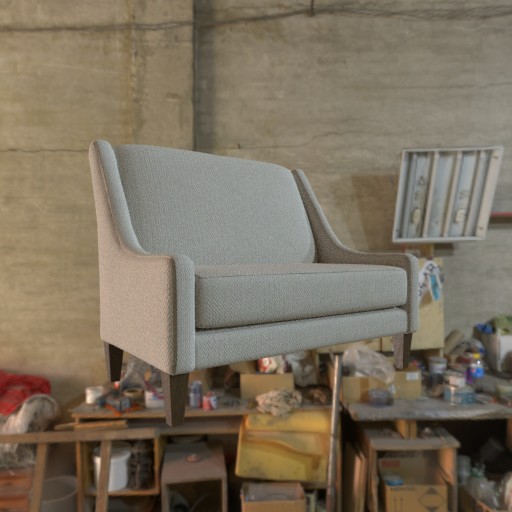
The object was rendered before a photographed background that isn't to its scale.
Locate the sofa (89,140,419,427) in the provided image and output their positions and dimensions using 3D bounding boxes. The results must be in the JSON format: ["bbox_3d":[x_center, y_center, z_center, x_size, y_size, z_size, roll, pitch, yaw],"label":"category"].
[{"bbox_3d":[0.000,0.000,1.976,1.242,1.022,0.870,0,1,-36],"label":"sofa"}]
